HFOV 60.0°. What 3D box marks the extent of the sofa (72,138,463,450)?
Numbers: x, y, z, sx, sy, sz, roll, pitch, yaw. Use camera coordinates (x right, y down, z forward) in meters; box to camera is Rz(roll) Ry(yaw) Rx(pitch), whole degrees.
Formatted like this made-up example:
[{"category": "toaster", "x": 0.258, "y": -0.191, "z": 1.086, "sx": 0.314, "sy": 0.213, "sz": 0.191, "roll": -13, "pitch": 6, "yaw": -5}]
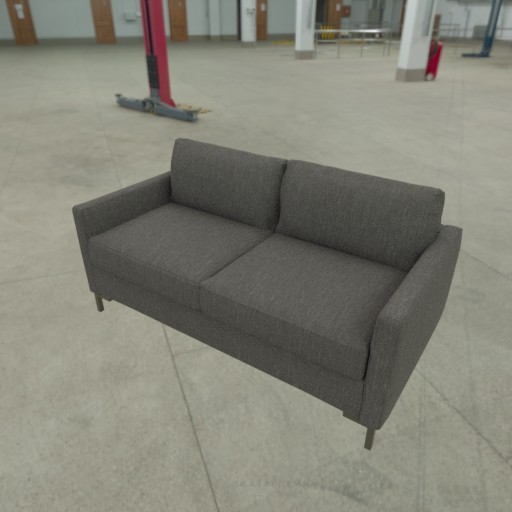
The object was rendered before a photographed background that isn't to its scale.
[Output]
[{"category": "sofa", "x": 0.000, "y": 0.000, "z": 2.166, "sx": 1.682, "sy": 0.840, "sz": 0.875, "roll": 18, "pitch": 34, "yaw": 30}]
